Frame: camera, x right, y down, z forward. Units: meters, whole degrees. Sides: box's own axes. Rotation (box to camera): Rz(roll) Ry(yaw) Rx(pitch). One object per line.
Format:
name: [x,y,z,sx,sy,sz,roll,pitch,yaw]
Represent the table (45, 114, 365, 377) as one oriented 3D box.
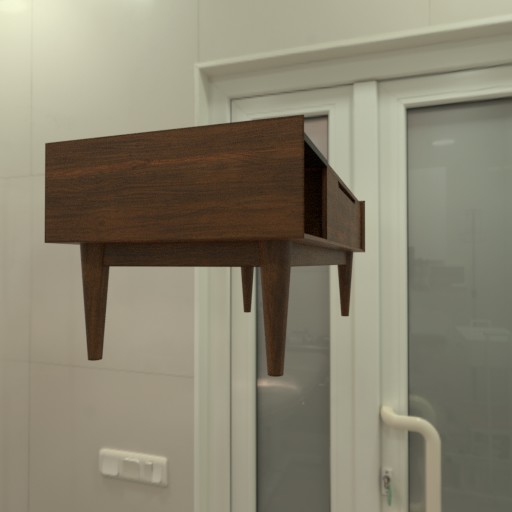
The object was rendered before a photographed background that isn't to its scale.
table: [0.000,0.000,1.498,0.610,0.508,1.221,0,-1,19]
